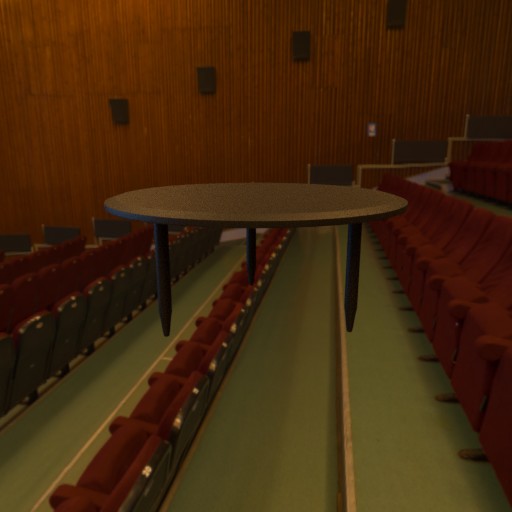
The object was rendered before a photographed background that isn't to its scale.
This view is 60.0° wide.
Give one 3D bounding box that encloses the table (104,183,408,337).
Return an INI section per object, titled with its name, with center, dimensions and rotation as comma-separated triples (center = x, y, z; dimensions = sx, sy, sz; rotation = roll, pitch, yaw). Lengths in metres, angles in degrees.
[table]
center = 0.000, 0.000, 1.428
dimensions = 0.900, 0.400, 0.900
rotation = 0, 14, 0
